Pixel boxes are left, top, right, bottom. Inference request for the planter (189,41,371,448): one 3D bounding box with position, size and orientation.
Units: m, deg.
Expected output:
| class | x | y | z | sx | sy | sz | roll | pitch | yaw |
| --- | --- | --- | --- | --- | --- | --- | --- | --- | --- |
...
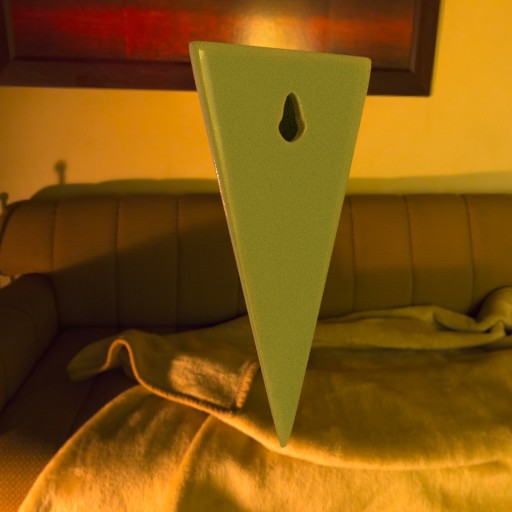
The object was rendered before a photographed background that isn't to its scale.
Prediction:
| class | x | y | z | sx | sy | sz | roll | pitch | yaw |
| --- | --- | --- | --- | --- | --- | --- | --- | --- | --- |
| planter | 0.000 | 0.000 | 0.219 | 0.080 | 0.178 | 0.064 | -7 | 16 | -25 |
